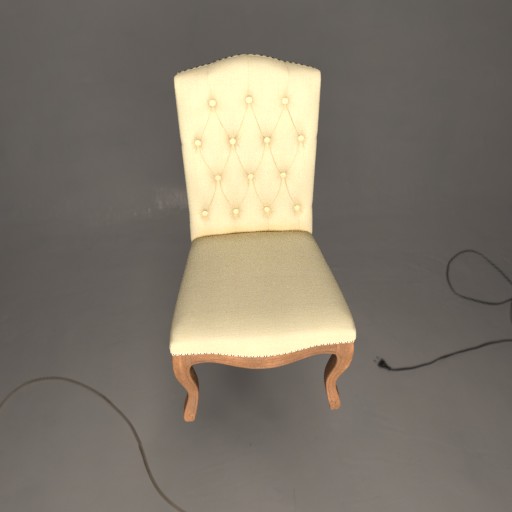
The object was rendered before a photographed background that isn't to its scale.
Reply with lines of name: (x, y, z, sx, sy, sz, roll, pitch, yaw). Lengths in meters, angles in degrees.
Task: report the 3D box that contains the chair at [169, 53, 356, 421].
chair: (0.000, 0.000, 1.594, 0.623, 1.165, 0.715, -4, 46, -3)
